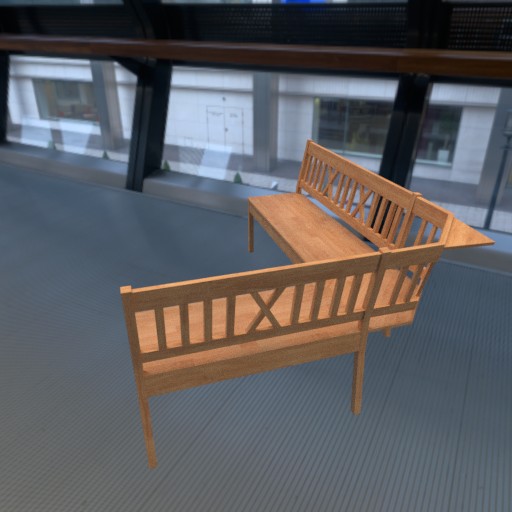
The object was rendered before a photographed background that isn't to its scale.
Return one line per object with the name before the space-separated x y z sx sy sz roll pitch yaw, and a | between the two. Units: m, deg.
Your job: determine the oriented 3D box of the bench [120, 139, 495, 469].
bench | 0.000 0.000 2.664 1.537 0.902 1.937 -8 28 -16
